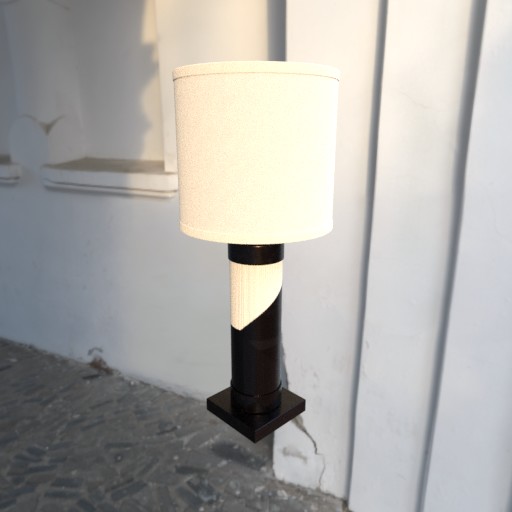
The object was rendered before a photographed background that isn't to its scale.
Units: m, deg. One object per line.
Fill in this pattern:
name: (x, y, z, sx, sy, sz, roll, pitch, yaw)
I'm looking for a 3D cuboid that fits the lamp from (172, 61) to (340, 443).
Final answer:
lamp: (0.000, 0.000, 0.632, 0.211, 0.509, 0.211, -15, 22, -42)
